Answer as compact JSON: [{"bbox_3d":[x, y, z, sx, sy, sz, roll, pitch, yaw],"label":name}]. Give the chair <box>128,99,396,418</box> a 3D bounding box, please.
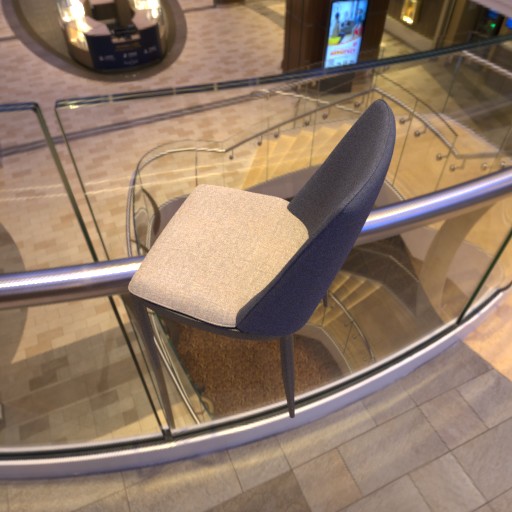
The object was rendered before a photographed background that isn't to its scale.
[{"bbox_3d":[0.000,0.000,1.189,0.551,0.839,0.480,15,49,13],"label":"chair"}]
